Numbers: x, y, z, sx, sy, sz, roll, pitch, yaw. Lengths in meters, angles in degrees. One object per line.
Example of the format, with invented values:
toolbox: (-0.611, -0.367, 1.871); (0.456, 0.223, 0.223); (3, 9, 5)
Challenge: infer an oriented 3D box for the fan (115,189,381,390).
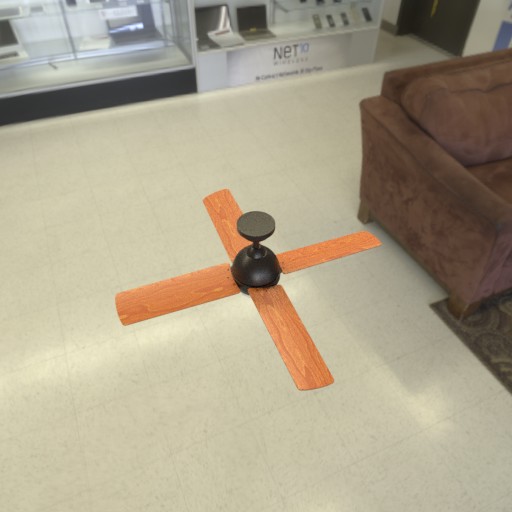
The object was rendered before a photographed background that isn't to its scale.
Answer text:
fan: (0.000, 0.000, 2.076); (1.332, 0.403, 1.332); (-15, 47, -15)
